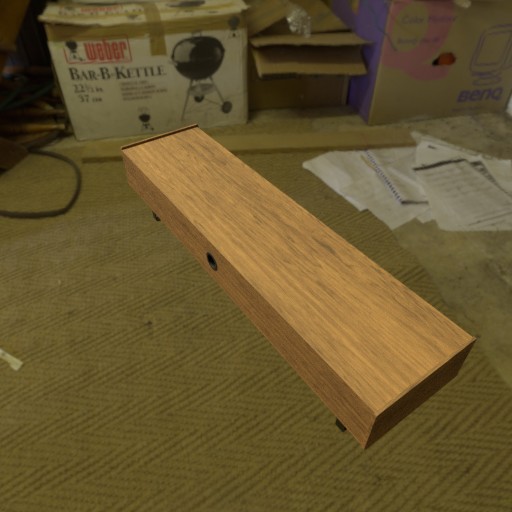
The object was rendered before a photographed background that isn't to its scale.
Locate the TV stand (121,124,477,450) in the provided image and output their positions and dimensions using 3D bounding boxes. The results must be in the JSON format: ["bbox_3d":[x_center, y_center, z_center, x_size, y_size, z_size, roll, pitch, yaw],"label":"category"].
[{"bbox_3d":[0.000,0.000,1.985,0.467,0.415,1.796,-26,49,-25],"label":"TV stand"}]
